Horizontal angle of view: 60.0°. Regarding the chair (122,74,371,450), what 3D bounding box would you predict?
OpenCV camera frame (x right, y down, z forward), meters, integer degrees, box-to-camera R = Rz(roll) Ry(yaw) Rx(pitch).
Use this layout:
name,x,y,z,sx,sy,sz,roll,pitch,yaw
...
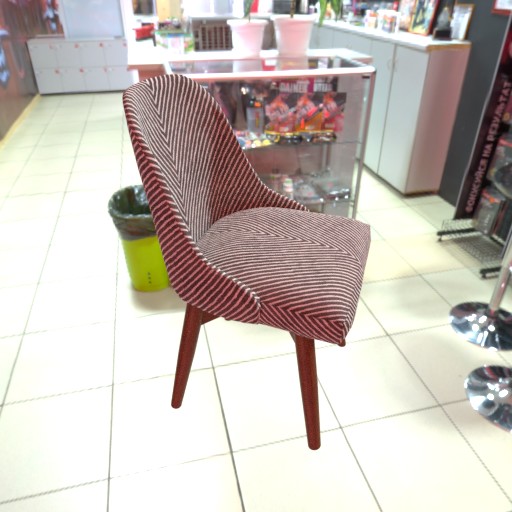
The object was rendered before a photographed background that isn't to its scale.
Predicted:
name,x,y,z,sx,sy,sz,roll,pitch,yaw
chair,0.000,0.000,1.224,0.591,0.883,0.504,10,34,16
